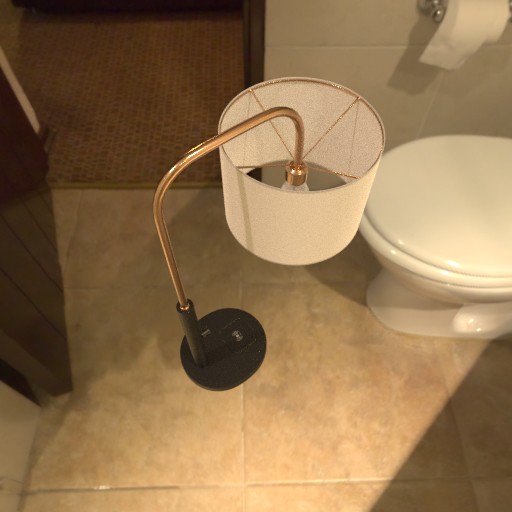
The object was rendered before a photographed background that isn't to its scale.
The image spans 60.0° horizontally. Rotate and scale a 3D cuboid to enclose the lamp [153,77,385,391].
[{"bbox_3d":[0.000,0.000,0.690,0.337,0.540,0.199,-34,63,-20],"label":"lamp"}]
